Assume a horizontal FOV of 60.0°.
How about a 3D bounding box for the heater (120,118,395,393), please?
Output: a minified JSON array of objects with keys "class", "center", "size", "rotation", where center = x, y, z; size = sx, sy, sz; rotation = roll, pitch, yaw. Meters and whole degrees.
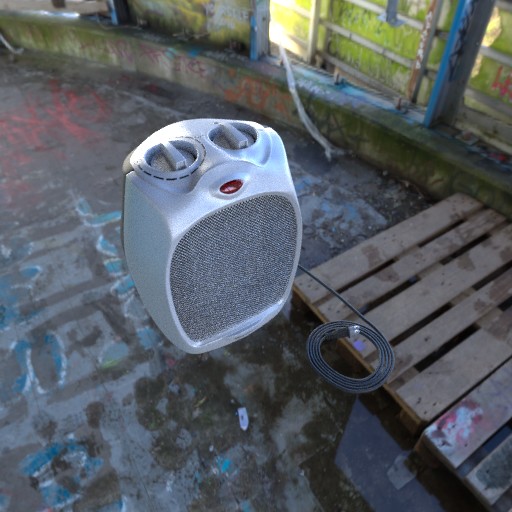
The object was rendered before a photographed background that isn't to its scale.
[{"class":"heater","center":[0.000,0.000,0.462],"size":[0.239,0.240,0.291],"rotation":[-24,51,-22]}]
